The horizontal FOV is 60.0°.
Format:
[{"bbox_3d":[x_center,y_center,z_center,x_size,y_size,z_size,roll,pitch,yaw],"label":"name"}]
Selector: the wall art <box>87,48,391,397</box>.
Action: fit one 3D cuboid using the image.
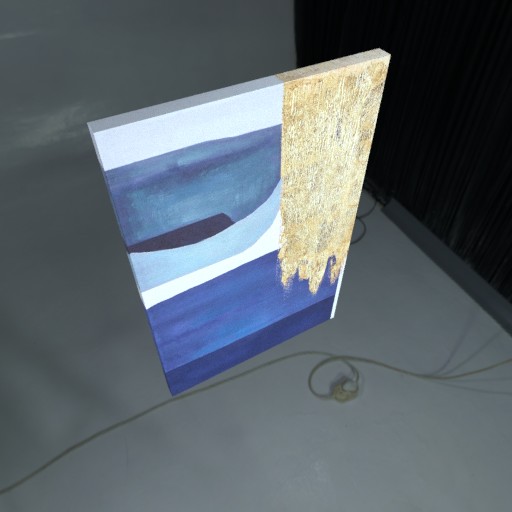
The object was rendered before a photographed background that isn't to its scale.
[{"bbox_3d":[0.000,0.000,1.141,0.607,0.911,0.039,-22,51,-20],"label":"wall art"}]
